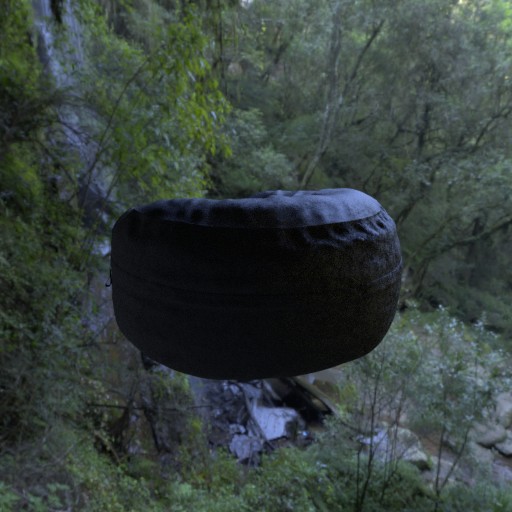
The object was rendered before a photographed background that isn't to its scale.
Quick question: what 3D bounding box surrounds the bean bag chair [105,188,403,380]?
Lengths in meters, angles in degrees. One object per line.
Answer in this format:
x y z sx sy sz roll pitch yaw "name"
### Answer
0.000 0.000 2.400 1.525 0.751 1.525 0 14 0 "bean bag chair"
